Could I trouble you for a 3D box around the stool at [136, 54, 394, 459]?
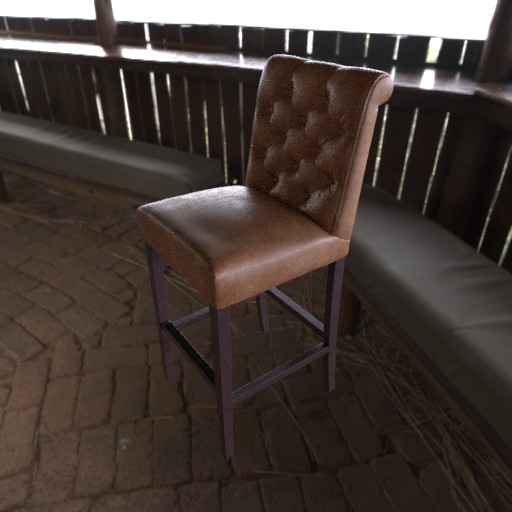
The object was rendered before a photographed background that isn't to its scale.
[{"bbox_3d":[0.000,0.000,1.453,0.601,1.140,0.493,-21,37,-30],"label":"stool"}]
